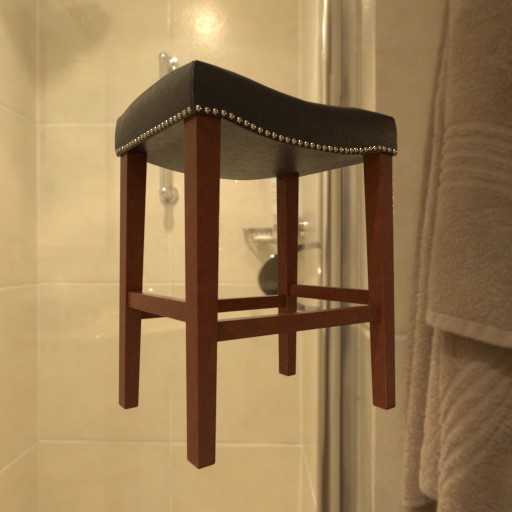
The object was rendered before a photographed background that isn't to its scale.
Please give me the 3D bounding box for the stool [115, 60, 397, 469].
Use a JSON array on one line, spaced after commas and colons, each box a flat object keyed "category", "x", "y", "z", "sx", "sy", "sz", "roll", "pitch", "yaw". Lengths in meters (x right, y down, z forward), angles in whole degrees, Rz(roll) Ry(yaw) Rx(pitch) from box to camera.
[{"category": "stool", "x": 0.000, "y": 0.000, "z": 0.962, "sx": 0.504, "sy": 0.654, "sz": 0.372, "roll": 0, "pitch": 0, "yaw": -36}]
